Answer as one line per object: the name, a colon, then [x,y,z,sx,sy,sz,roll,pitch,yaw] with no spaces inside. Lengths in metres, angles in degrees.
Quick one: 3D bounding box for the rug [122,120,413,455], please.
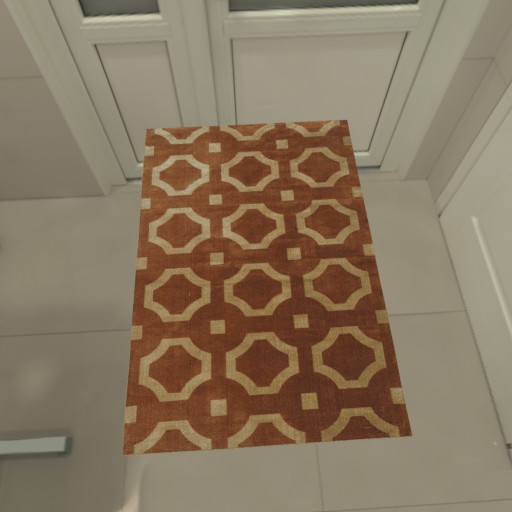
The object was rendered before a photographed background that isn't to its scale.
rug: [0.000,0.000,2.881,1.555,0.016,2.286,-3,63,-2]
